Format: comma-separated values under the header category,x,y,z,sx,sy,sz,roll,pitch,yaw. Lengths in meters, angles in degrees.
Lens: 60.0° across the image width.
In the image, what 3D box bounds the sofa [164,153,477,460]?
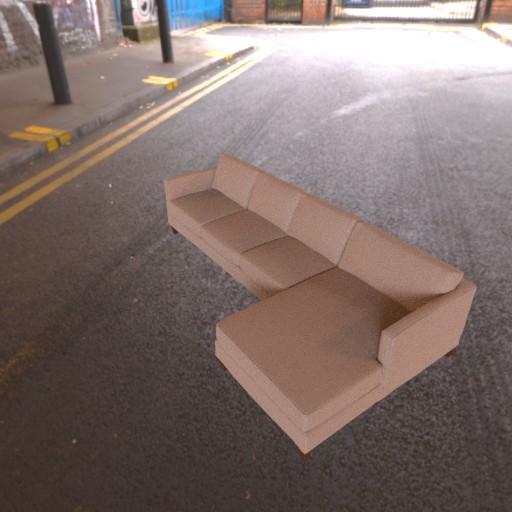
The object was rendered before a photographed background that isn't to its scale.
category,x,y,z,sx,sy,sz,roll,pitch,yaw
sofa,0.000,0.000,3.974,1.625,0.861,3.186,-21,37,-30
